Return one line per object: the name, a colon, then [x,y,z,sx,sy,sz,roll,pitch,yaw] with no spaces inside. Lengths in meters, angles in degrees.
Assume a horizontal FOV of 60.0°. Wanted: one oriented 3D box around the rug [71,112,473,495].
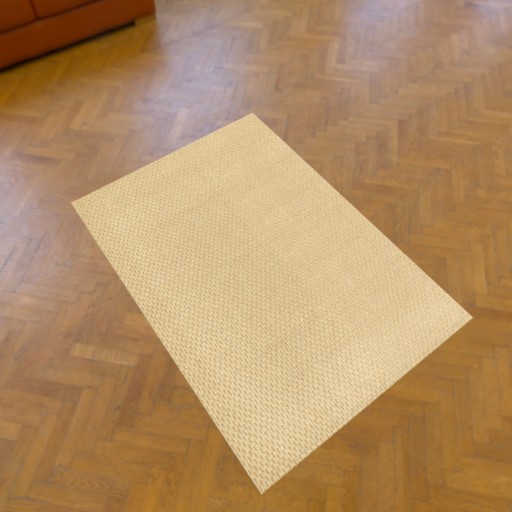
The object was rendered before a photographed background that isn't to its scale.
rug: [0.000,0.000,2.758,1.509,0.013,2.144,-32,63,-18]
